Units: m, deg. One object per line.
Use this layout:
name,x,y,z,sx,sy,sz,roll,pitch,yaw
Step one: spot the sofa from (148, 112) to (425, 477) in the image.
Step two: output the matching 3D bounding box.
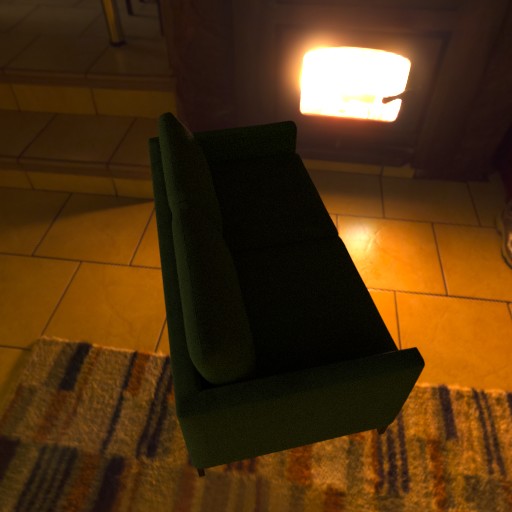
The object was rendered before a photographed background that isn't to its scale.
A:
sofa,0.000,0.000,2.143,0.875,0.817,1.676,-9,47,-9
